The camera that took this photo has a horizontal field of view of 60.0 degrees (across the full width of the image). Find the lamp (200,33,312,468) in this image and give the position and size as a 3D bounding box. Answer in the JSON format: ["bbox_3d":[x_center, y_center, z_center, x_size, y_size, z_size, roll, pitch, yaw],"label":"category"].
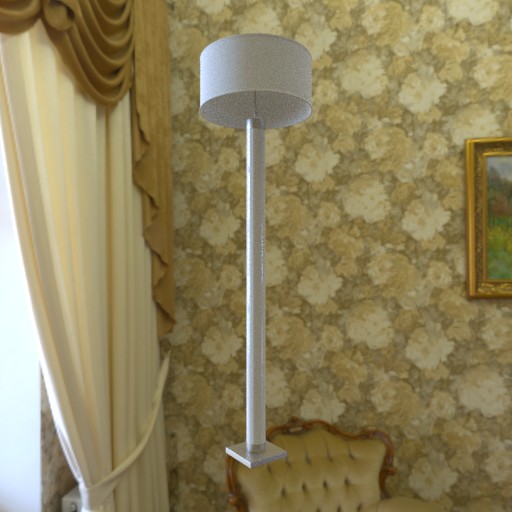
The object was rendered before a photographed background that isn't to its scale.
[{"bbox_3d":[0.000,0.000,1.651,0.420,1.475,0.420,1,-1,-36],"label":"lamp"}]
